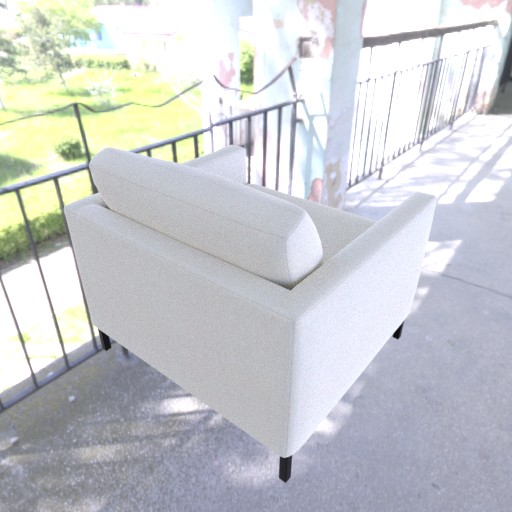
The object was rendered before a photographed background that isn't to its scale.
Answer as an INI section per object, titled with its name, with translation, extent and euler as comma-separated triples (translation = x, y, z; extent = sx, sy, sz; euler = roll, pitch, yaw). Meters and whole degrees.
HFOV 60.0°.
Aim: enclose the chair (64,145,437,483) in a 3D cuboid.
[chair]
translation = 0.000, 0.000, 1.595
extent = 0.964, 0.806, 0.875
euler = 23, 38, 32
